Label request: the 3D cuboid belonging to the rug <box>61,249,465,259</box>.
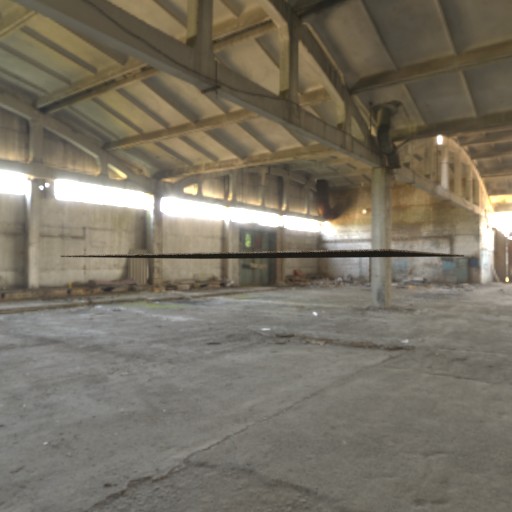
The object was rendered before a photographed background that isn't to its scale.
[{"bbox_3d":[0.000,0.000,3.136,2.435,0.011,1.526,-1,-1,36],"label":"rug"}]
